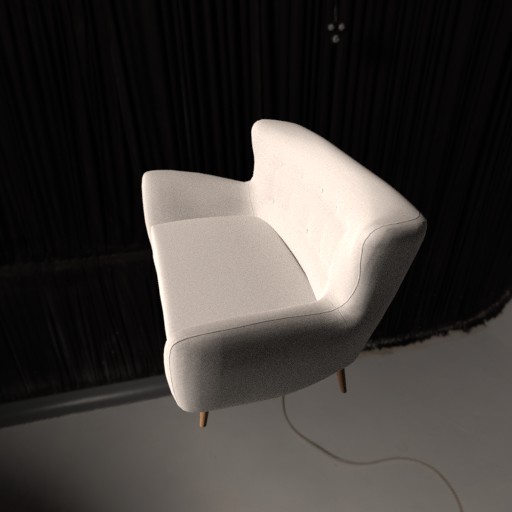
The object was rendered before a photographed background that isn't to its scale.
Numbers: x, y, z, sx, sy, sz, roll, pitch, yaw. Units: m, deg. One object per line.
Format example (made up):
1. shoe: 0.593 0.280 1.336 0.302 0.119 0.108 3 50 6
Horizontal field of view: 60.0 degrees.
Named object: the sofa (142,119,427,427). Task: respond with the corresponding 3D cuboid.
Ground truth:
1. sofa: 0.000 0.000 1.994 0.921 0.878 1.424 -8 32 -13
